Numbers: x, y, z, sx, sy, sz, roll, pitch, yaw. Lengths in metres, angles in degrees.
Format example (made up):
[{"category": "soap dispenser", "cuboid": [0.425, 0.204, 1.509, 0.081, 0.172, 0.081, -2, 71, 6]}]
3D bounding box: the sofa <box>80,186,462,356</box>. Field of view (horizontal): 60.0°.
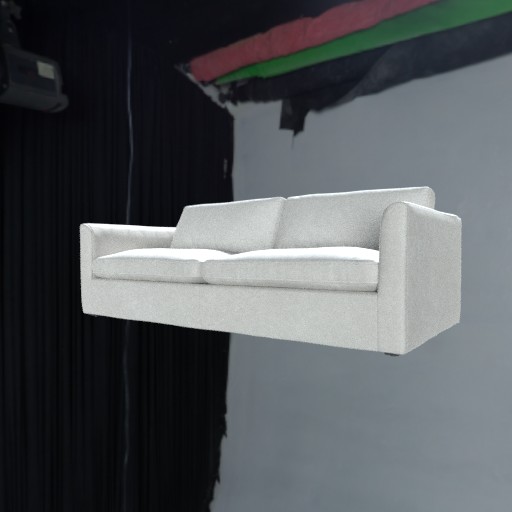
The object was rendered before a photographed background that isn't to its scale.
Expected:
[{"category": "sofa", "cuboid": [0.000, 0.000, 2.841, 2.588, 0.838, 1.090, 0, 0, 36]}]
